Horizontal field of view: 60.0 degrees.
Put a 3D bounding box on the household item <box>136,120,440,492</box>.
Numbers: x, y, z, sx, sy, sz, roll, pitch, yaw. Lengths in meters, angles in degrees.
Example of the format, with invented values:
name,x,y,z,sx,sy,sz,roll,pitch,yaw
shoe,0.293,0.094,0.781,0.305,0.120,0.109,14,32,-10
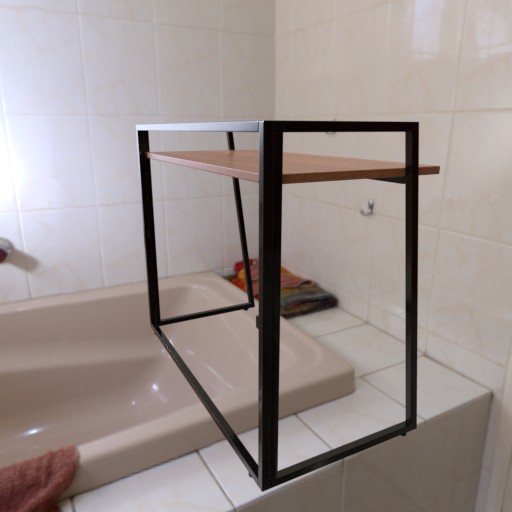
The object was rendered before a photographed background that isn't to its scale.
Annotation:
name,x,y,z,sx,sy,sz,roll,pitch,yaw
household item,0.000,0.000,1.502,0.510,0.860,1.050,-8,18,-26
